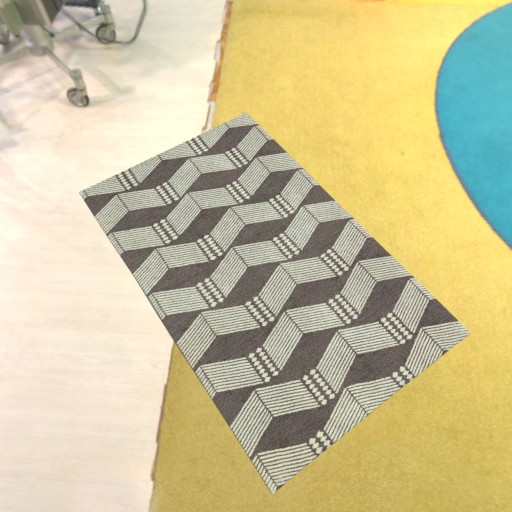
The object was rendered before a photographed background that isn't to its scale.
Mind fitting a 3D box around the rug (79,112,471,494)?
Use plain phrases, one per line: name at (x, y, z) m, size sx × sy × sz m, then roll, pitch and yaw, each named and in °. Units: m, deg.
rug at (0.000, 0.000, 3.014) m, size 1.517 × 0.011 × 2.435 m, roll -31°, pitch 63°, yaw -18°
